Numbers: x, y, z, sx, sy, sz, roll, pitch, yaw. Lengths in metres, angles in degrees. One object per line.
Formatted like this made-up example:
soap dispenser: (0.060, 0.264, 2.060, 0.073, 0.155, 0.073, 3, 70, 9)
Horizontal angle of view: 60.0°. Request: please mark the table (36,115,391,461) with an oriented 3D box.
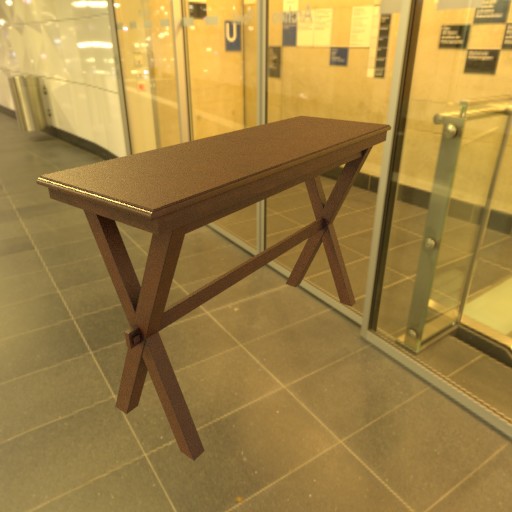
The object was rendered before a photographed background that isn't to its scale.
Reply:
table: (0.000, 0.000, 1.530, 0.399, 0.763, 1.197, 18, 31, 32)
